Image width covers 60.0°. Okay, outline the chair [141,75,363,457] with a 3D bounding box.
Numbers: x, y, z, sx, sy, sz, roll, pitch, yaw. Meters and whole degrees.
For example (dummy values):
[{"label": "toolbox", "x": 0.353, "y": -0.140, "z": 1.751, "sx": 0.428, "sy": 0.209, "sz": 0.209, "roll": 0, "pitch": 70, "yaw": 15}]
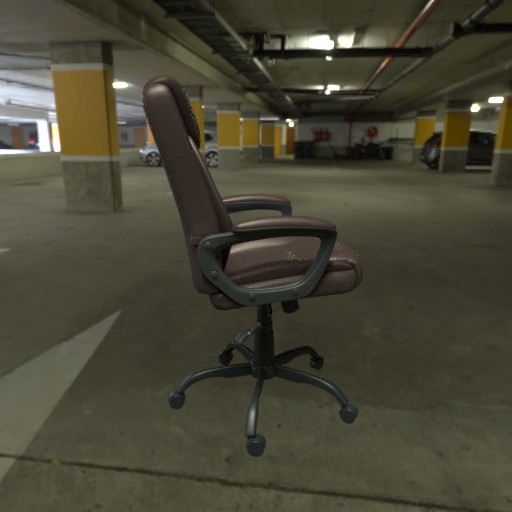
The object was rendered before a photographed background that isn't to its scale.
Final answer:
[{"label": "chair", "x": 0.000, "y": 0.000, "z": 1.473, "sx": 0.655, "sy": 1.072, "sz": 0.615, "roll": -2, "pitch": 15, "yaw": -9}]
